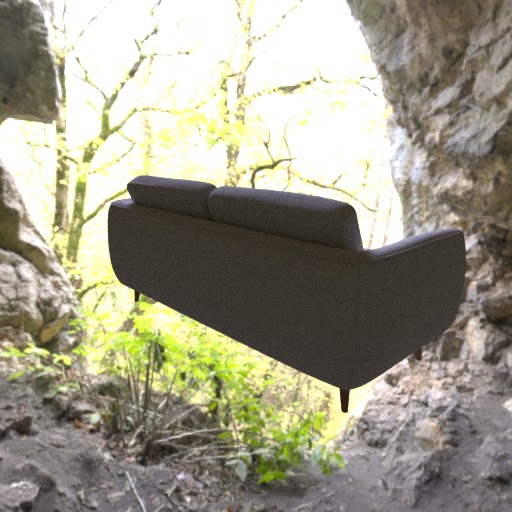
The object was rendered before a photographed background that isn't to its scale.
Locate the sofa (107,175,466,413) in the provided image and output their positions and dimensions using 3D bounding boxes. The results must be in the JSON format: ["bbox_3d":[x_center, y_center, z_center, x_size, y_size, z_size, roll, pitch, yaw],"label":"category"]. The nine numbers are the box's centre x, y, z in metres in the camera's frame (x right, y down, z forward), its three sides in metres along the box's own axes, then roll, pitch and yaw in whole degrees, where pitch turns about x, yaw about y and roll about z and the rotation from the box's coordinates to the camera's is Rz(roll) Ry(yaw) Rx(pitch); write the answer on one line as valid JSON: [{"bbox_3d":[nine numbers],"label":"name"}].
[{"bbox_3d":[0.000,0.000,2.485,0.920,0.850,2.000,-14,21,-42],"label":"sofa"}]
